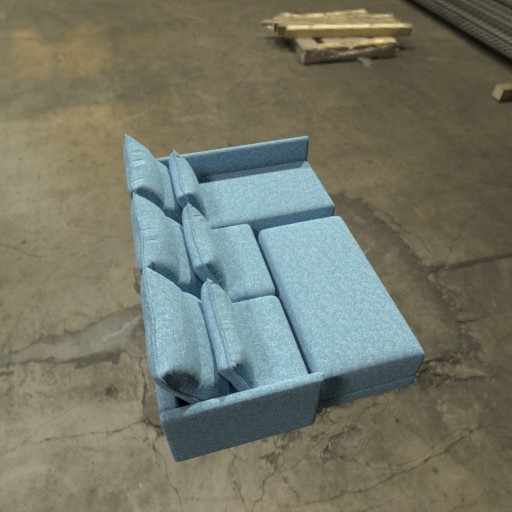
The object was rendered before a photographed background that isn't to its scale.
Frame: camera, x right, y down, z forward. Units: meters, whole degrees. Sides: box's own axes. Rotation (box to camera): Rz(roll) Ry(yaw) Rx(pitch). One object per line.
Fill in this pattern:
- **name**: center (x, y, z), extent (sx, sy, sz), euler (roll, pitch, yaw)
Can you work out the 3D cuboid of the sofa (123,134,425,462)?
- **sofa**: center (0.000, 0.000, 2.841), extent (1.420, 0.899, 2.034), euler (-11, 47, -11)
